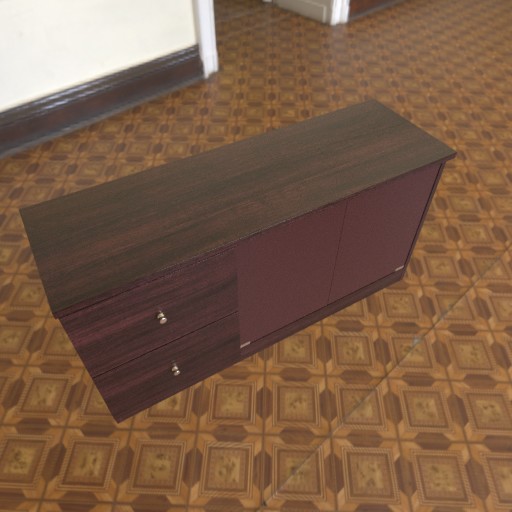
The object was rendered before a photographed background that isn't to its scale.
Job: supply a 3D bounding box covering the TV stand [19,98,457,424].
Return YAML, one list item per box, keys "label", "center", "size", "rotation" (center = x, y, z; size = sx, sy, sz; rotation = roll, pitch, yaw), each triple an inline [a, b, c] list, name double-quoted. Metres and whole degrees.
- label: "TV stand"
  center: [0.000, 0.000, 1.460]
  size: [1.192, 0.614, 0.404]
  rotation: [-23, 51, -20]
